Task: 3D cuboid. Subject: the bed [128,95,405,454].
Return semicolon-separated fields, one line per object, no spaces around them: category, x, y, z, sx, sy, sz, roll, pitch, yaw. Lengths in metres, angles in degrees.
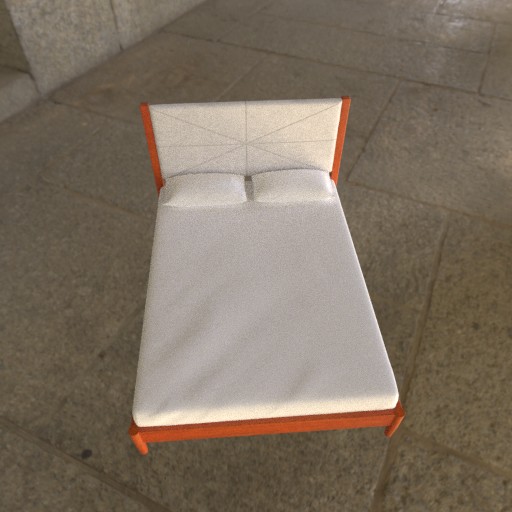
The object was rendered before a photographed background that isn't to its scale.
bed;0.000;0.000;3.003;1.566;1.165;2.117;-3;47;-3
